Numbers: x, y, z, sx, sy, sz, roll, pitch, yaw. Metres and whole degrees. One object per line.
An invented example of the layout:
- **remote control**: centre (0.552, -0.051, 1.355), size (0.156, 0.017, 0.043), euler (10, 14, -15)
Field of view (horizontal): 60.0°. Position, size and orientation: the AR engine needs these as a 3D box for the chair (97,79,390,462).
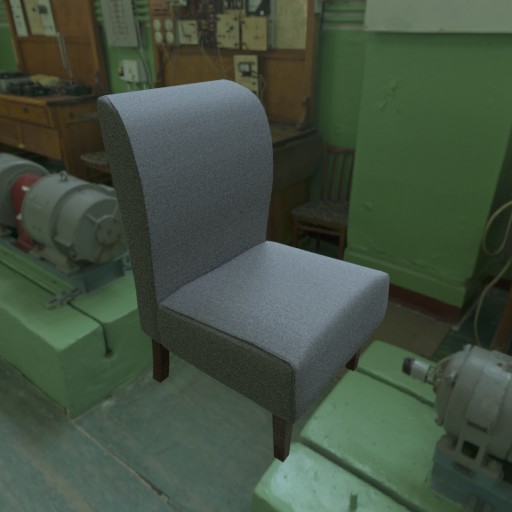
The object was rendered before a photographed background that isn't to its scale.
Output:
- **chair**: centre (0.000, 0.000, 1.174), size (0.592, 0.804, 0.513), euler (19, 33, 32)
